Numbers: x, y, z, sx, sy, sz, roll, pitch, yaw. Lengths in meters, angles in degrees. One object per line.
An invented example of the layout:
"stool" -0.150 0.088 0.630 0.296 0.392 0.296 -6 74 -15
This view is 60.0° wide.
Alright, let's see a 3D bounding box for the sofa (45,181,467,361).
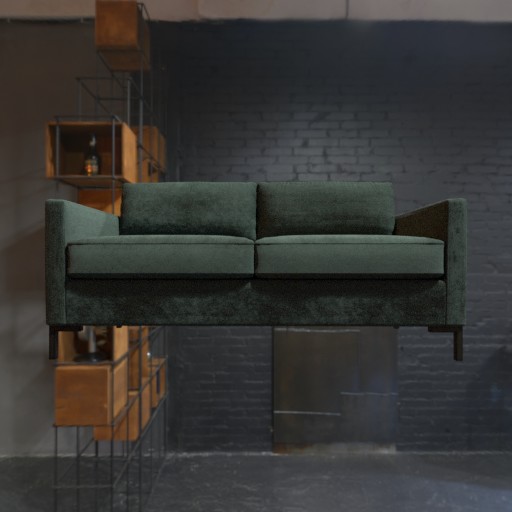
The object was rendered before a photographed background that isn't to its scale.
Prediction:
"sofa" 0.000 0.000 2.125 1.676 0.817 0.875 0 0 1
